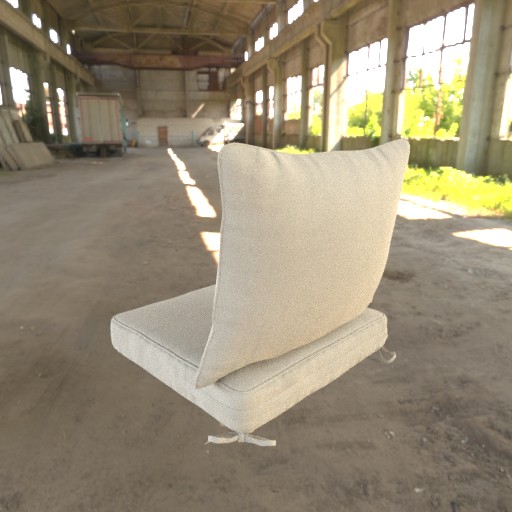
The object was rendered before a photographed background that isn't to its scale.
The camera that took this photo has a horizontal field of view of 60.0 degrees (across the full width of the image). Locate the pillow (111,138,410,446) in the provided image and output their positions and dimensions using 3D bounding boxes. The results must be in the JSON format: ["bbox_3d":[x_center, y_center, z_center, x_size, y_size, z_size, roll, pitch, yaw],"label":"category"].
[{"bbox_3d":[0.000,0.000,1.391,0.733,0.716,0.798,15,22,43],"label":"pillow"}]
